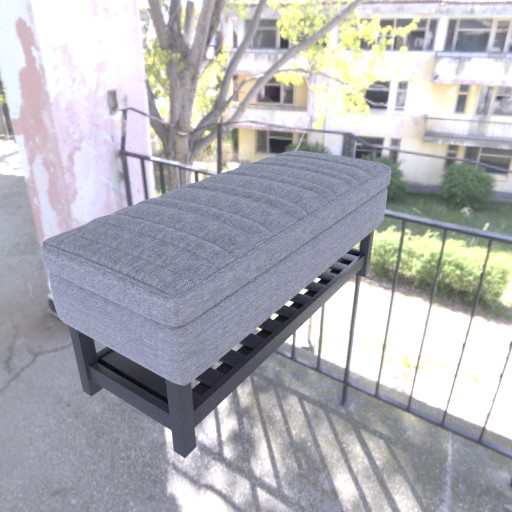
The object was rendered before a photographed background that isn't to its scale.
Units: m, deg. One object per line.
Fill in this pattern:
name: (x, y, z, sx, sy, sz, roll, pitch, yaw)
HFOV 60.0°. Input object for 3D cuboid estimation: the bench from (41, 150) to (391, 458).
bench: (0.000, 0.000, 1.340, 0.429, 0.470, 1.100, 17, 31, 31)
